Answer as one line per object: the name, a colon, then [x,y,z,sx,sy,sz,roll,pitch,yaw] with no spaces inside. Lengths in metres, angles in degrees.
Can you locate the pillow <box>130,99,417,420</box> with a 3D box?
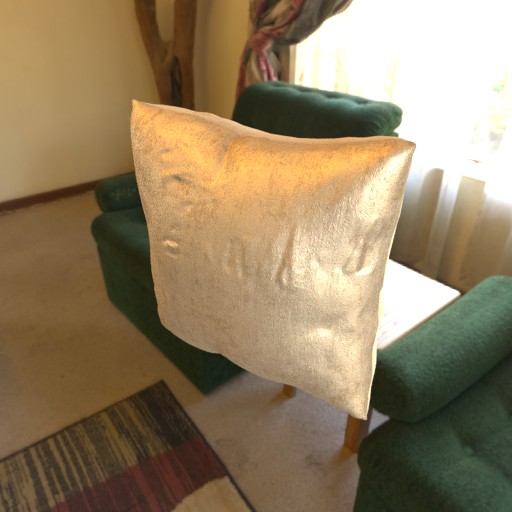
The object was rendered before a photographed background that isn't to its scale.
pillow: [0.000,0.000,0.713,0.450,0.448,0.245,20,36,29]
